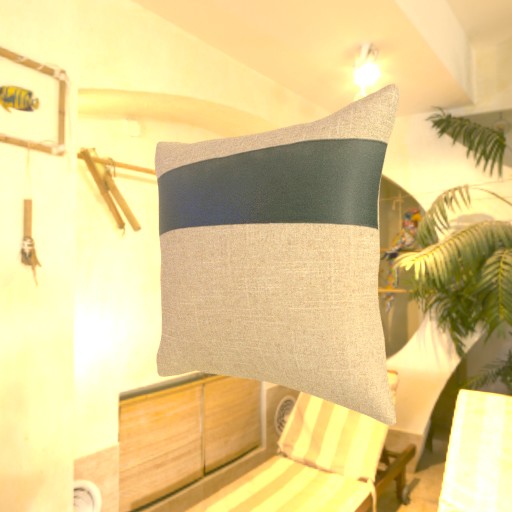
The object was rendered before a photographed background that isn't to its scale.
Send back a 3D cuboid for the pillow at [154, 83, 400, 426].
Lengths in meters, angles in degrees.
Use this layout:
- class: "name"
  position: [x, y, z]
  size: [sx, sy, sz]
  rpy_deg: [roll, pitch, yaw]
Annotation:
- class: "pillow"
  position: [0.000, 0.000, 0.635]
  size: [0.414, 0.399, 0.173]
  rpy_deg: [-1, -2, 36]
